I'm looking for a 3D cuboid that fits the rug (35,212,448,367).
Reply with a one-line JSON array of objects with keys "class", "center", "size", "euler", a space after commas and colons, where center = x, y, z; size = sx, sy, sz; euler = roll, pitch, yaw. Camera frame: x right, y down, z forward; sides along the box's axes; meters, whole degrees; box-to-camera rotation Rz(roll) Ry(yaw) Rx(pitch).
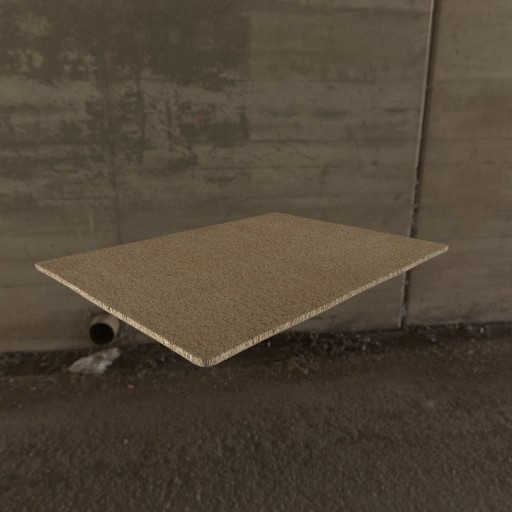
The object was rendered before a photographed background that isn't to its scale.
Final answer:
[{"class": "rug", "center": [0.000, 0.000, 2.113], "size": [1.199, 0.025, 1.600], "euler": [16, 23, 42]}]
